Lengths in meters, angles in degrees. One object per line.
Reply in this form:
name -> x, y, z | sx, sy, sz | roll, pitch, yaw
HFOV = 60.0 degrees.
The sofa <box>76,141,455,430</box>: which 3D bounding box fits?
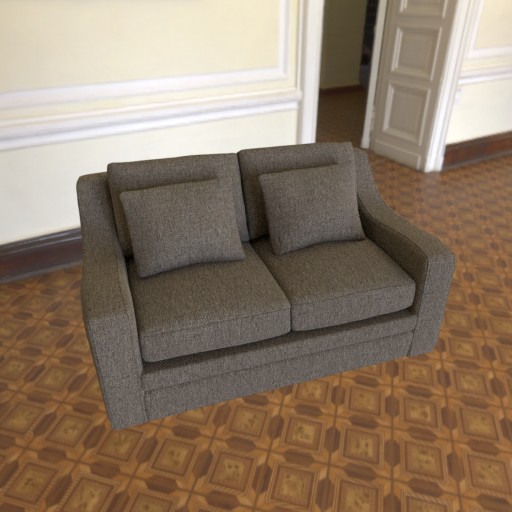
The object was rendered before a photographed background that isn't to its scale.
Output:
sofa -> 0.000, 0.000, 2.415 | 1.778, 0.991, 1.120 | -9, 32, -15
